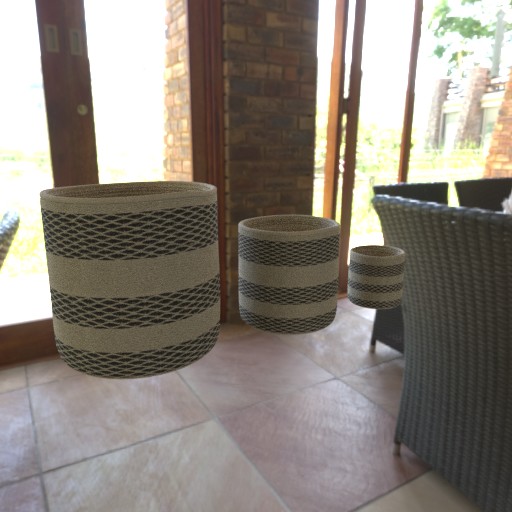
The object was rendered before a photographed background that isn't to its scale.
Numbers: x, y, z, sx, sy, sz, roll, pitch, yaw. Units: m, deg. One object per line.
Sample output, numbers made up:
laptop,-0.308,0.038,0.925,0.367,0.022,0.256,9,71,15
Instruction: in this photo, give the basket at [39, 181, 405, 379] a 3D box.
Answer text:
basket,0.000,0.000,1.075,0.917,0.356,0.351,-7,15,-26
